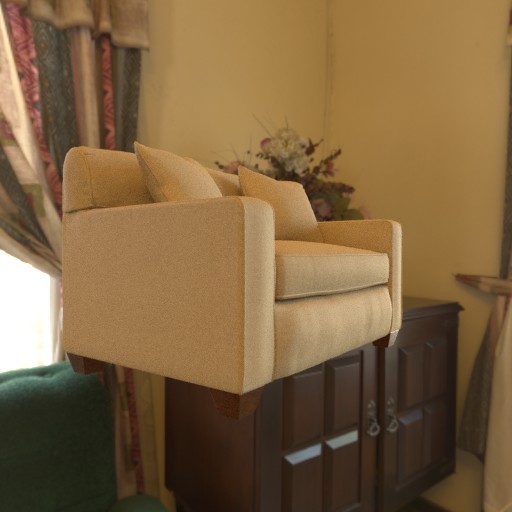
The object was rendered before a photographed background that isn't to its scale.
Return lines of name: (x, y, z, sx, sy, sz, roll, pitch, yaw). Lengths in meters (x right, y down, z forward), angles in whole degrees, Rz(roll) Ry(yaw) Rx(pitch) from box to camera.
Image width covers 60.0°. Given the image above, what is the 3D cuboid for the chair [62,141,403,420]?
chair: (0.000, 0.000, 2.076, 1.000, 0.948, 1.383, 0, 1, 37)
